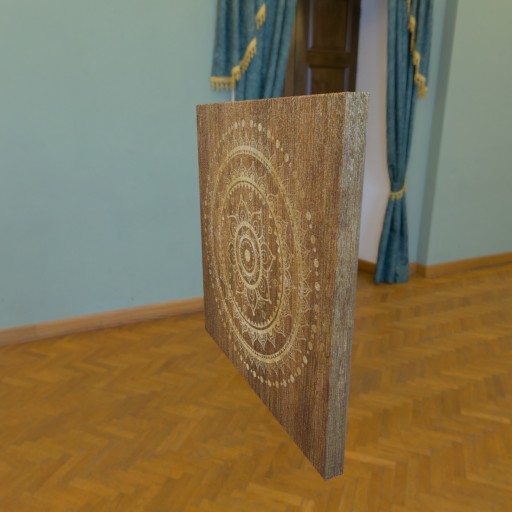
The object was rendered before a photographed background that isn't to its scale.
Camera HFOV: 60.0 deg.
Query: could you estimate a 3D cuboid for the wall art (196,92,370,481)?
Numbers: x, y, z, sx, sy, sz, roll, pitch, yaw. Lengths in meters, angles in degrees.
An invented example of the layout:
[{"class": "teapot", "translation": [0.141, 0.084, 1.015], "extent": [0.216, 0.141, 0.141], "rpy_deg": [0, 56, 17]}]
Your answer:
[{"class": "wall art", "translation": [0.000, 0.000, 0.910], "extent": [0.042, 0.608, 0.611], "rpy_deg": [-8, 19, -24]}]
